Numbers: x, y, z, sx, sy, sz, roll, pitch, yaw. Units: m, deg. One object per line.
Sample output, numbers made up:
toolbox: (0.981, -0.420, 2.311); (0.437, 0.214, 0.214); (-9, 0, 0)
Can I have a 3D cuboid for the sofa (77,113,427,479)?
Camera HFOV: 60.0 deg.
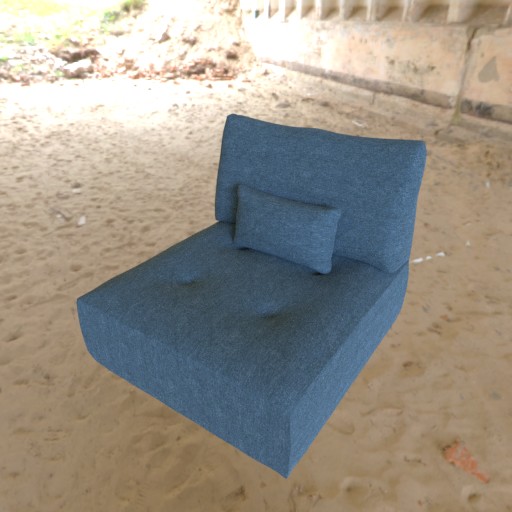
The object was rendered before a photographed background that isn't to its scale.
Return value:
sofa: (0.000, 0.000, 1.697); (0.930, 0.820, 1.000); (19, 34, 30)
